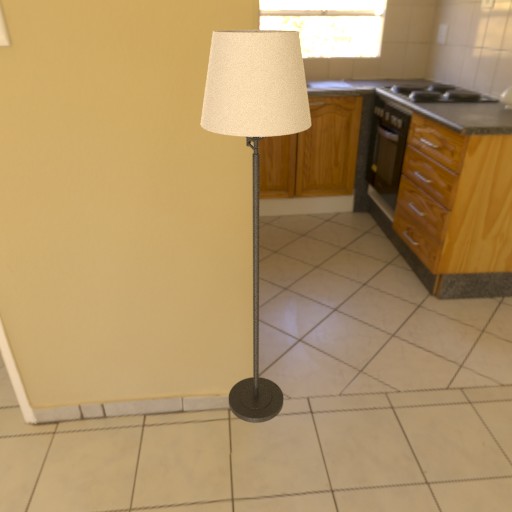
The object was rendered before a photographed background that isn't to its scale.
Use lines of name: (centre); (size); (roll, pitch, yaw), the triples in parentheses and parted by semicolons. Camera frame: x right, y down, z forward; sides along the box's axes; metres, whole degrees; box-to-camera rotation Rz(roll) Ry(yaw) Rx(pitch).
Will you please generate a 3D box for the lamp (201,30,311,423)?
lamp: (0.000, 0.000, 1.627); (0.348, 1.473, 0.348); (-7, 29, -13)
